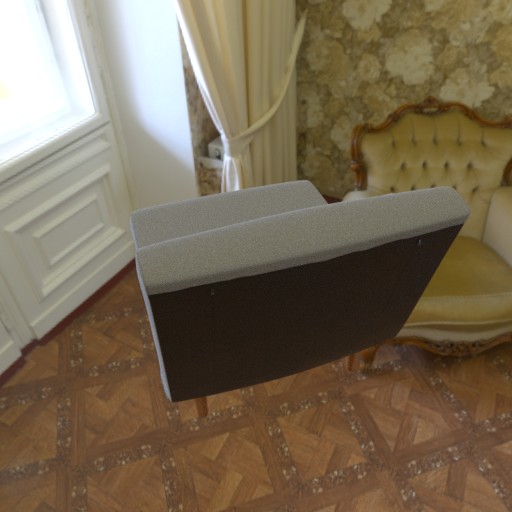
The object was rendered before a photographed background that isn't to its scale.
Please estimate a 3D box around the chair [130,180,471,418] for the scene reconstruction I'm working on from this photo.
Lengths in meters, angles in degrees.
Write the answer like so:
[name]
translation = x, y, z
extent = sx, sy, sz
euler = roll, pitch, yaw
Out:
[chair]
translation = 0.000, 0.000, 1.487
extent = 0.770, 0.808, 0.902
euler = -12, 41, -15
